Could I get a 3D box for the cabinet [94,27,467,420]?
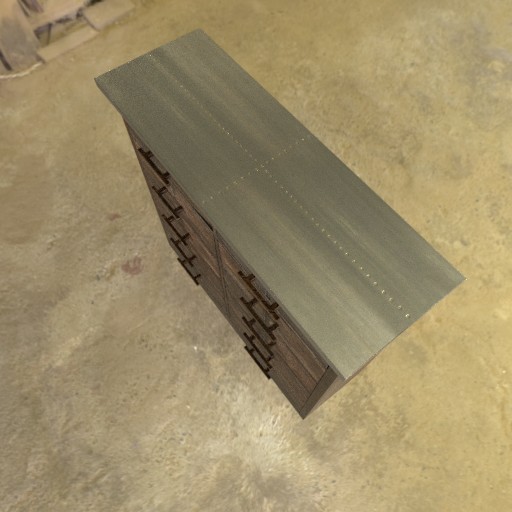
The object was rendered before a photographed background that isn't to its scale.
[{"bbox_3d":[0.000,0.000,1.435,0.338,0.919,0.968,-34,68,-16],"label":"cabinet"}]
